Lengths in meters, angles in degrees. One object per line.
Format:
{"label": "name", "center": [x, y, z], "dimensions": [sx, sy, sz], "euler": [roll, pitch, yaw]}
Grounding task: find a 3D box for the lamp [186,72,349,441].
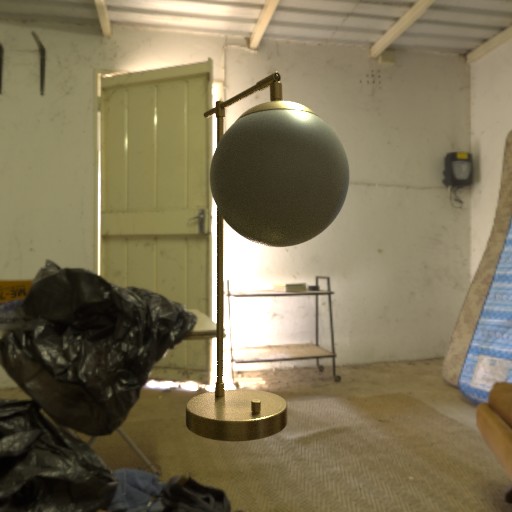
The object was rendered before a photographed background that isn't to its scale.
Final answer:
{"label": "lamp", "center": [0.000, 0.000, 0.709], "dimensions": [0.207, 0.559, 0.324], "euler": [1, -1, -36]}
